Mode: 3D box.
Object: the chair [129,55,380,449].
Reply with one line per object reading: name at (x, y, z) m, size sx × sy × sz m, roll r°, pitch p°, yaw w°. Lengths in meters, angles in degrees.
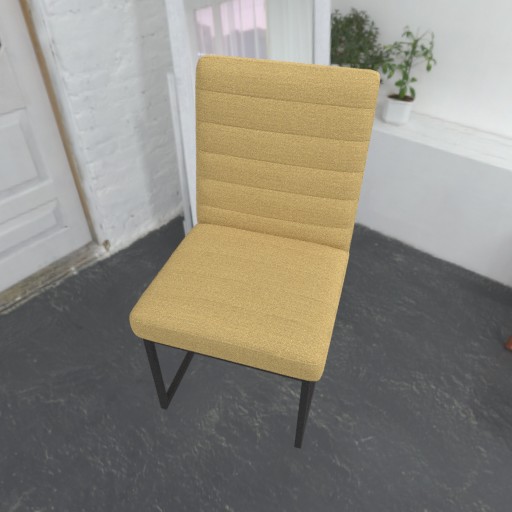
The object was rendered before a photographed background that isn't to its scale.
chair at (0.000, 0.000, 1.300) m, size 0.520 × 0.930 × 0.634 m, roll 11°, pitch 42°, yaw 13°
